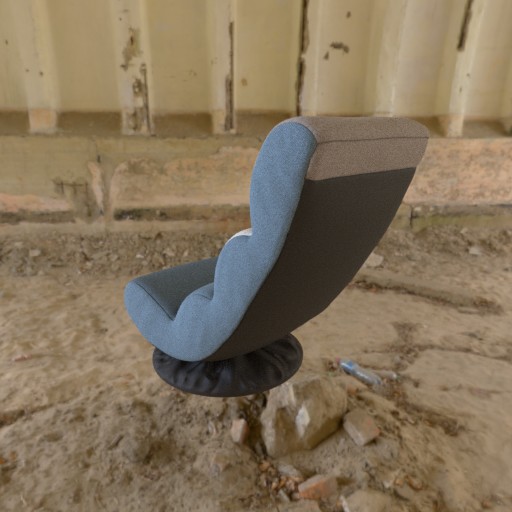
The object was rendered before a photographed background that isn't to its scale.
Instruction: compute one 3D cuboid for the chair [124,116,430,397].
[{"bbox_3d":[0.000,0.000,1.081,0.420,0.641,0.661,-15,22,-42],"label":"chair"}]
